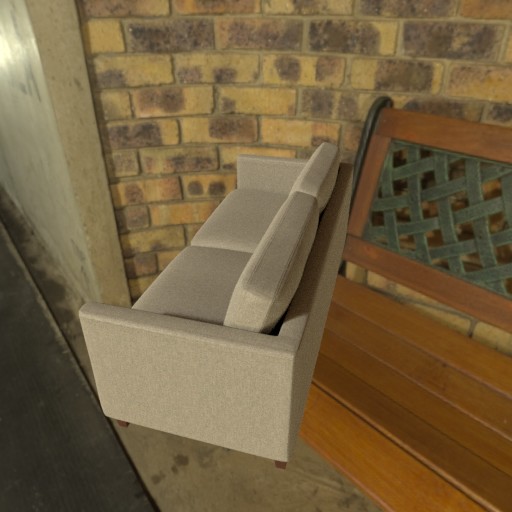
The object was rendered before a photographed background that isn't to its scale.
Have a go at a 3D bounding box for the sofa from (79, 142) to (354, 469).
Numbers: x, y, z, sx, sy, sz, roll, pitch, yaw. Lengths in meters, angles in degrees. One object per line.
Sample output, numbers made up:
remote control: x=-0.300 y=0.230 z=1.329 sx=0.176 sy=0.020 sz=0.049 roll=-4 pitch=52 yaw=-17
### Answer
sofa: x=0.000 y=0.000 z=2.740 sx=0.956 sy=0.963 sz=2.208 roll=8 pitch=32 yaw=14
